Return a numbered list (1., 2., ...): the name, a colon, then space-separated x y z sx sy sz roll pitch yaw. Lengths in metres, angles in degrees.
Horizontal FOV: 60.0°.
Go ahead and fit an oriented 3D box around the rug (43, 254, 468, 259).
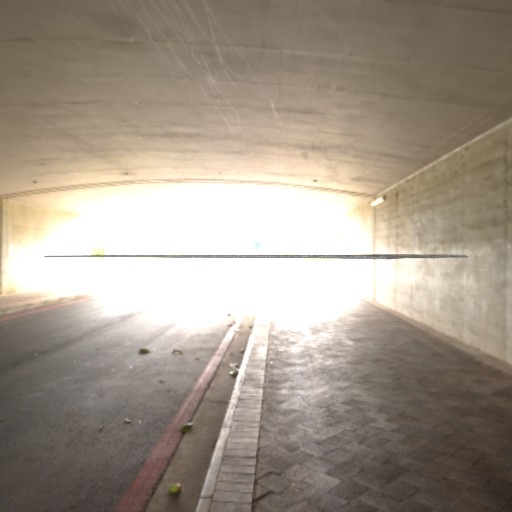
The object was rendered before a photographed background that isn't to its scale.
1. rug: 0.000 0.000 3.696 2.901 0.026 2.043 0 0 35
